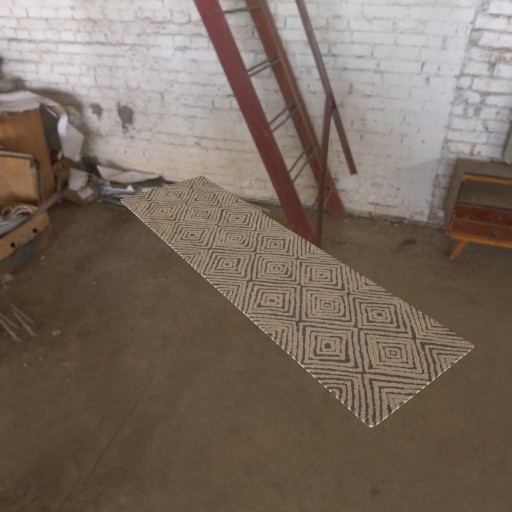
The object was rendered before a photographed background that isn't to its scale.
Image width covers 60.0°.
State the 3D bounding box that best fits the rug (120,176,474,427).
[{"bbox_3d":[0.000,0.000,2.517,0.676,0.008,2.277,-23,40,-30],"label":"rug"}]
